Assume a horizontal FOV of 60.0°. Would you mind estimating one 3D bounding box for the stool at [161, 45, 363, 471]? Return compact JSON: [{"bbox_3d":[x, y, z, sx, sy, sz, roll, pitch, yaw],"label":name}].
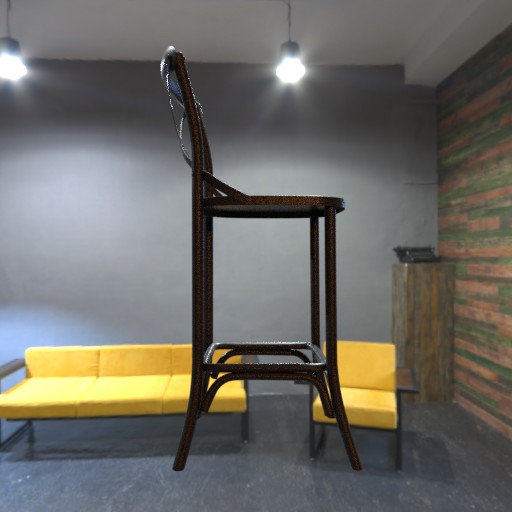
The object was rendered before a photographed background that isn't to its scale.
[{"bbox_3d":[0.000,0.000,1.408,0.584,1.168,0.457,0,0,-1],"label":"stool"}]
